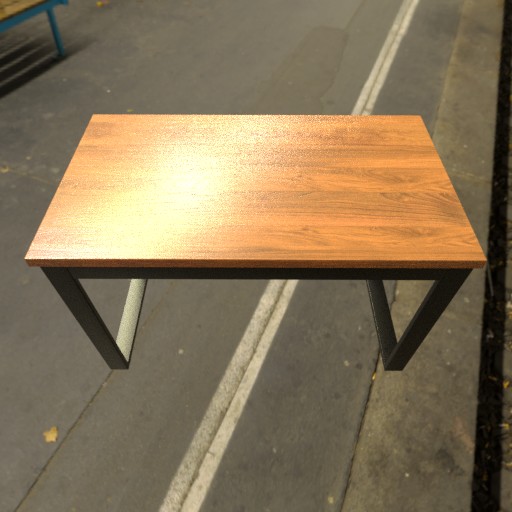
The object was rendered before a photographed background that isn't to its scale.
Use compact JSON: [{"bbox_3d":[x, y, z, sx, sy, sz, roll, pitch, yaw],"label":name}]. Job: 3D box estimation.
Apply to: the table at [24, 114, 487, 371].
[{"bbox_3d":[0.000,0.000,1.672,1.205,0.760,0.714,0,48,0],"label":"table"}]
